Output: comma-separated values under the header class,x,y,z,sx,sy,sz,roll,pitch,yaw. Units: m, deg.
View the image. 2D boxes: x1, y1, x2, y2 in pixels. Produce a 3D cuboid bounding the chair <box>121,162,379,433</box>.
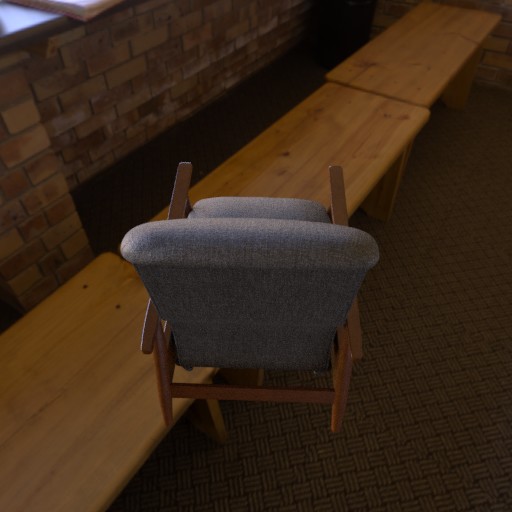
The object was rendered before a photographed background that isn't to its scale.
class,x,y,z,sx,sy,sz,roll,pitch,yaw
chair,0.000,0.000,1.784,0.762,1.082,1.030,2,46,2
